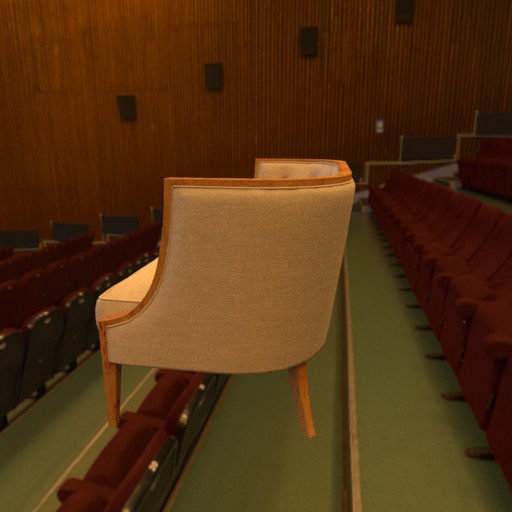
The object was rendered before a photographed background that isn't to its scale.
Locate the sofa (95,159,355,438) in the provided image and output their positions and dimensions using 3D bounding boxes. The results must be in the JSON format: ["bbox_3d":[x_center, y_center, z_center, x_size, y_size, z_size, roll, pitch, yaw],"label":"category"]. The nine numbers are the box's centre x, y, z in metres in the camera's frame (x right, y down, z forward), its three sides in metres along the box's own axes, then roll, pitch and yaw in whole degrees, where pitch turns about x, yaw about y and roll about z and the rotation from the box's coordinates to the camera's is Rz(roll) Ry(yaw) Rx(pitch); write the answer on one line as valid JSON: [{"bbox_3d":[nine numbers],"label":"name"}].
[{"bbox_3d":[0.000,0.000,1.929,0.770,0.775,1.474,2,15,9],"label":"sofa"}]
